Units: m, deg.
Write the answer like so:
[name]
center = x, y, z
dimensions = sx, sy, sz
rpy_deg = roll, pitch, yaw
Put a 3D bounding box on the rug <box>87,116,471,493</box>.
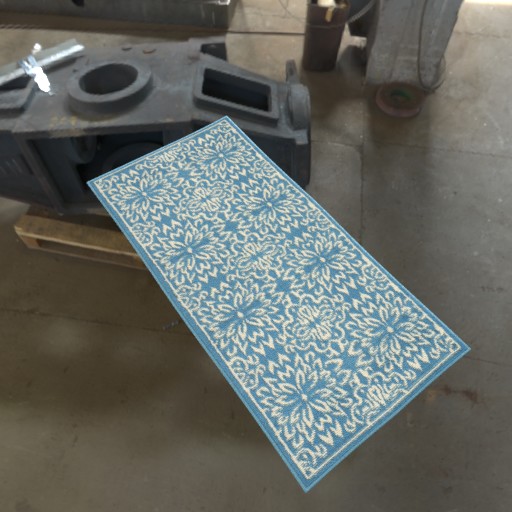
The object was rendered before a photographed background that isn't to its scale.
[rug]
center = 0.000, 0.000, 1.412
dimensions = 0.604, 0.007, 1.219
rpy_deg = -32, 63, -19
